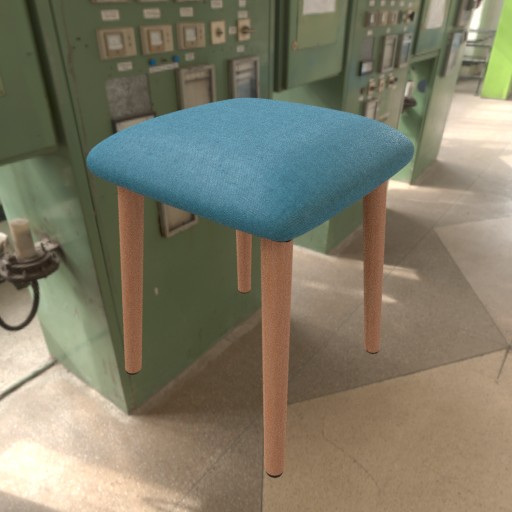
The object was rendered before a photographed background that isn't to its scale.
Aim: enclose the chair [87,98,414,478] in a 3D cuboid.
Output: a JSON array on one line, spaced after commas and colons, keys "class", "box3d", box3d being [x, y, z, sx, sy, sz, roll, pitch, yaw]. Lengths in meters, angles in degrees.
[{"class": "chair", "box3d": [0.000, 0.000, 0.713, 0.360, 0.450, 0.360, 22, 37, 32]}]
